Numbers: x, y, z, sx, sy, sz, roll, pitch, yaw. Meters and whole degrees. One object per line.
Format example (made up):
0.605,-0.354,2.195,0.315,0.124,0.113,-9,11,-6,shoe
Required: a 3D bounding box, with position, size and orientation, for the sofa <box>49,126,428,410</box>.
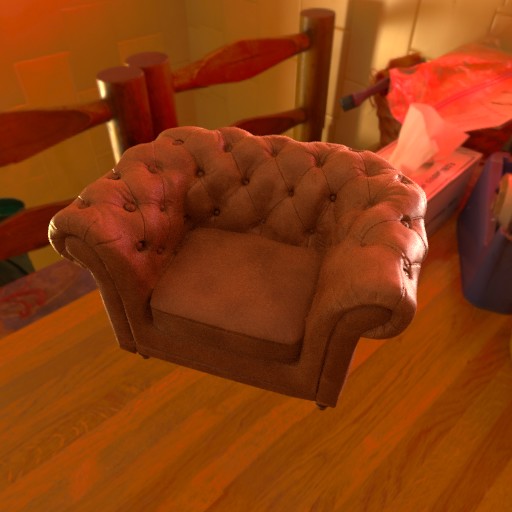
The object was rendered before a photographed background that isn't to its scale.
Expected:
0.000,0.000,2.088,1.405,0.878,1.033,12,44,13,sofa
